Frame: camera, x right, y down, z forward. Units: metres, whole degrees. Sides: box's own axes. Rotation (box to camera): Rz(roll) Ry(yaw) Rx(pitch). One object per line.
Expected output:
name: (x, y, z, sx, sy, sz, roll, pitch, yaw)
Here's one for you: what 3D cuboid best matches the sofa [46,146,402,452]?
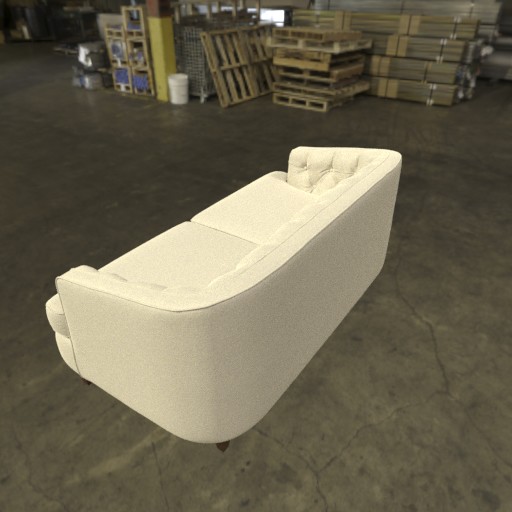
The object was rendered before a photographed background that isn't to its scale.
sofa: (0.000, 0.000, 2.184, 0.941, 0.855, 1.733, 20, 38, 29)
